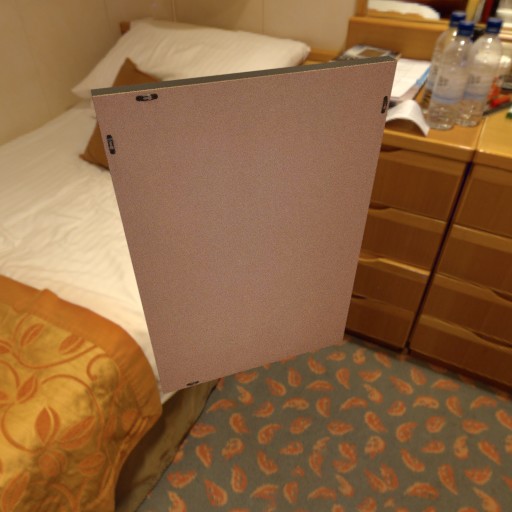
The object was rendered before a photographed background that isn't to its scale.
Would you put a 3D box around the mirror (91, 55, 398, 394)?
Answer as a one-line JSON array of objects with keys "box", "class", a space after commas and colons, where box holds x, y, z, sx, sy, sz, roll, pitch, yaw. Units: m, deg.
[{"box": [0.000, 0.000, 1.146, 0.609, 0.915, 0.040, -13, 42, -14], "class": "mirror"}]
